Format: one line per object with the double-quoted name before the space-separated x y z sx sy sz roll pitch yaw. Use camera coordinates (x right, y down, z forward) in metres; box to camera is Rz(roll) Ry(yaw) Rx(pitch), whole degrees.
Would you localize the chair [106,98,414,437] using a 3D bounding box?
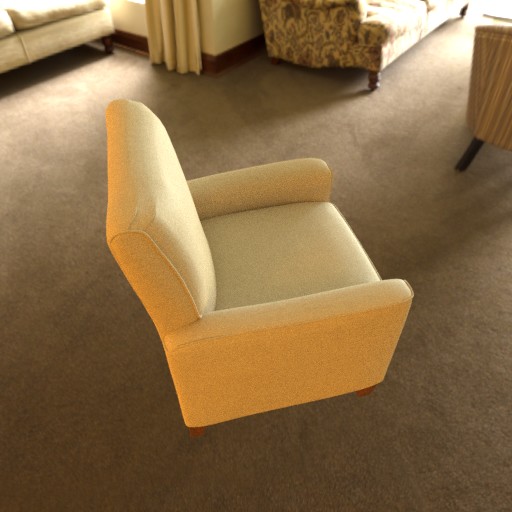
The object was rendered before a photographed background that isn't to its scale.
"chair" 0.000 0.000 1.607 0.858 1.023 0.841 -10 45 -10
